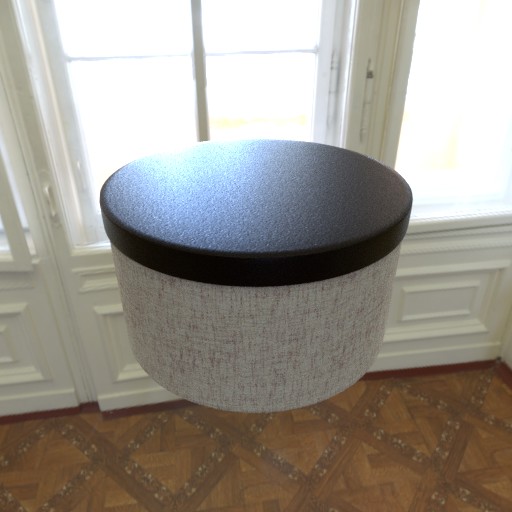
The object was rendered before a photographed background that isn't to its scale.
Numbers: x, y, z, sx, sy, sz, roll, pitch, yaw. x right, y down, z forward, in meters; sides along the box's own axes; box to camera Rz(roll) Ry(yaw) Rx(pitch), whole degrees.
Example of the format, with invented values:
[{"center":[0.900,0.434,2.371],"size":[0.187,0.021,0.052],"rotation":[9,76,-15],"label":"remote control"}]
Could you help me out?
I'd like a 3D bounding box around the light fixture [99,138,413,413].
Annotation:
[{"center":[0.000,0.000,0.631],"size":[0.389,0.229,0.389],"rotation":[0,31,0],"label":"light fixture"}]
